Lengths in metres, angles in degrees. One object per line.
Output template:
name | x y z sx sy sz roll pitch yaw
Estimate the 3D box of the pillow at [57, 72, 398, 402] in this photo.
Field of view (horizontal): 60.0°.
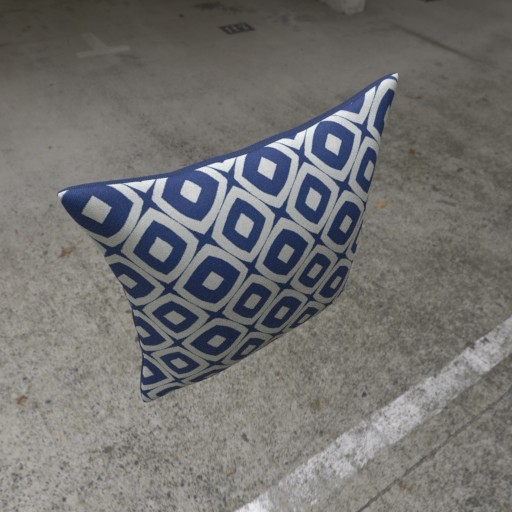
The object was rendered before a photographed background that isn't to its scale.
pillow | 0.000 0.000 0.739 0.504 0.494 0.188 -26 52 -22
